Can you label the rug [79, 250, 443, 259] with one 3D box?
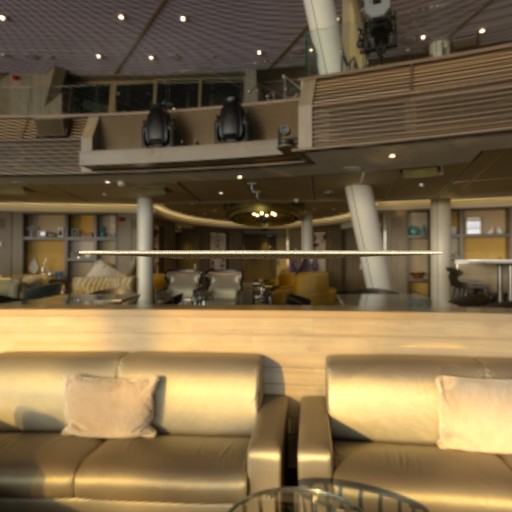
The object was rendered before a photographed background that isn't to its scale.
[{"bbox_3d":[0.000,0.000,3.098,1.535,0.022,2.498,0,-1,-1],"label":"rug"}]
